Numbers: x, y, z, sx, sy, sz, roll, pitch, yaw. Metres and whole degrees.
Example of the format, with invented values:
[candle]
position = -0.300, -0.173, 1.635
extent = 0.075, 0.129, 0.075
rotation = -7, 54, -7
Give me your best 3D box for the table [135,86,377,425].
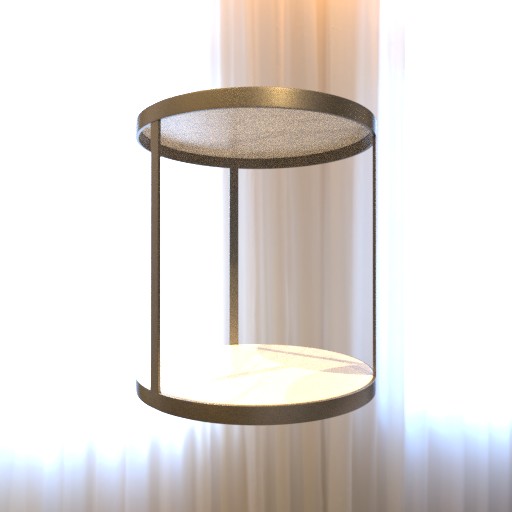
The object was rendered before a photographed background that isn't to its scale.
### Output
[table]
position = 0.000, 0.000, 0.847
extent = 0.445, 0.479, 0.445
rotation = 0, 0, 0
